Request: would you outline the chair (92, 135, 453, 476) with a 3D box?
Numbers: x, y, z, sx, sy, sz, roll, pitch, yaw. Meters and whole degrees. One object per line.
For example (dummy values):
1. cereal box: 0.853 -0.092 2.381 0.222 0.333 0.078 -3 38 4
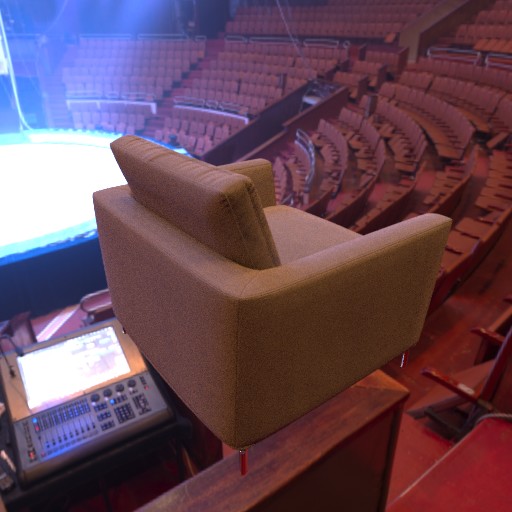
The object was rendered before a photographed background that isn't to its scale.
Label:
1. chair: 0.000 0.000 1.657 0.889 0.864 1.041 -19 32 -33
